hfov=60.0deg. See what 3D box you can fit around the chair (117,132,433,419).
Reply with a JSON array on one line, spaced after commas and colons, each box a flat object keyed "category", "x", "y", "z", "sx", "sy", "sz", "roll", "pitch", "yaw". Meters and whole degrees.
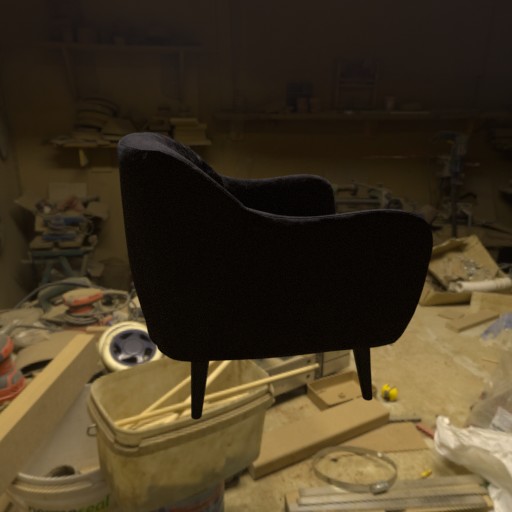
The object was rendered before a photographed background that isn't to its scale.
[{"category": "chair", "x": 0.000, "y": 0.000, "z": 1.497, "sx": 0.819, "sy": 0.807, "sz": 0.840, "roll": -3, "pitch": 17, "yaw": -9}]
